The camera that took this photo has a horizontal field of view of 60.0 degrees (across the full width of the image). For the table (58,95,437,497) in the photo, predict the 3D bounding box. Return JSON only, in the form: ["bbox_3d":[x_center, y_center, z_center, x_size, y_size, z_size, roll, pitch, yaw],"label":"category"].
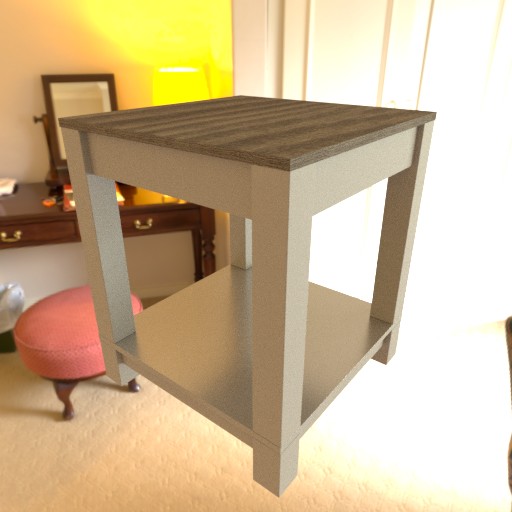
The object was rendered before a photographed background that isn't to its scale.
[{"bbox_3d":[0.000,0.000,0.958,0.504,0.587,0.506,19,31,34],"label":"table"}]
